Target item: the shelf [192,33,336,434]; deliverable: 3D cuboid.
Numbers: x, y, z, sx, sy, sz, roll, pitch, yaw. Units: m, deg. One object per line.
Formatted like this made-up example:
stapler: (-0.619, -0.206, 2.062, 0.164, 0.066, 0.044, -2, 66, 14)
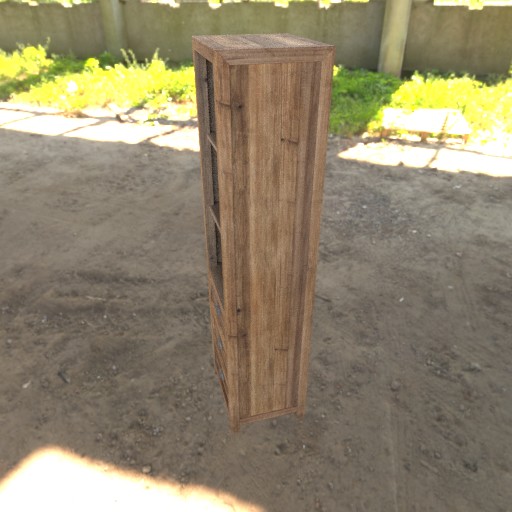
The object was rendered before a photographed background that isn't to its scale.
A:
shelf: (0.000, 0.000, 2.163, 0.428, 1.900, 0.500, -8, 32, -13)
